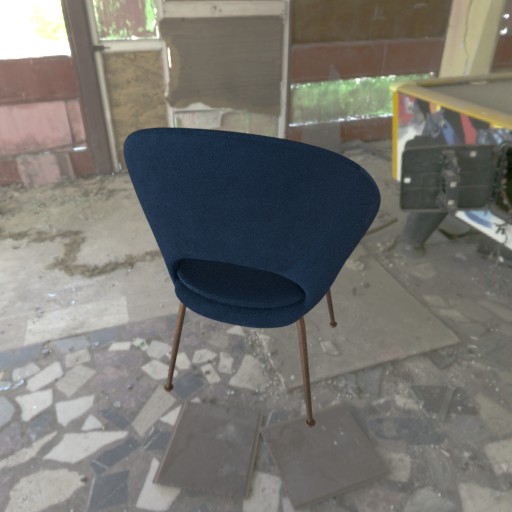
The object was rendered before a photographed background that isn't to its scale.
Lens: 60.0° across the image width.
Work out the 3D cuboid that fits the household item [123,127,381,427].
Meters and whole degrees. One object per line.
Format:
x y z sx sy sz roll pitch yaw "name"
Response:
0.000 0.000 1.247 0.623 0.852 0.573 9 33 14 "household item"
